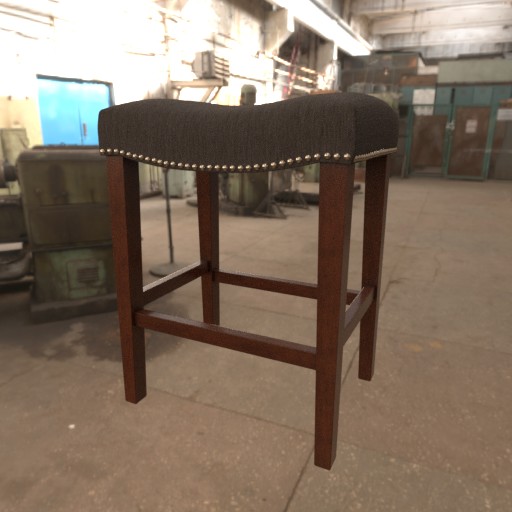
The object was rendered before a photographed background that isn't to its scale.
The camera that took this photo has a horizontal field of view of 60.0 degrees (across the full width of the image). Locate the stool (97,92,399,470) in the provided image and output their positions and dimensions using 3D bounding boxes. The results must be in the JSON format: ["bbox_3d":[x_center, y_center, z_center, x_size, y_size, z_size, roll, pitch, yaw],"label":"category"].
[{"bbox_3d":[0.000,0.000,0.966,0.504,0.654,0.372,8,18,25],"label":"stool"}]
